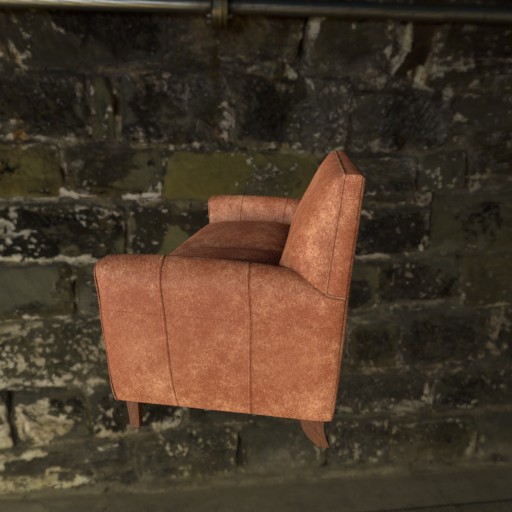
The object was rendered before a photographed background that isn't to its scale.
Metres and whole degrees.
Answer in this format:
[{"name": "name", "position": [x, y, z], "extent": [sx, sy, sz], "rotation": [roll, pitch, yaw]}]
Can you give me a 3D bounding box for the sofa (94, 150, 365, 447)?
[{"name": "sofa", "position": [0.000, 0.000, 1.978], "extent": [0.787, 0.871, 1.473], "rotation": [2, 16, 8]}]
